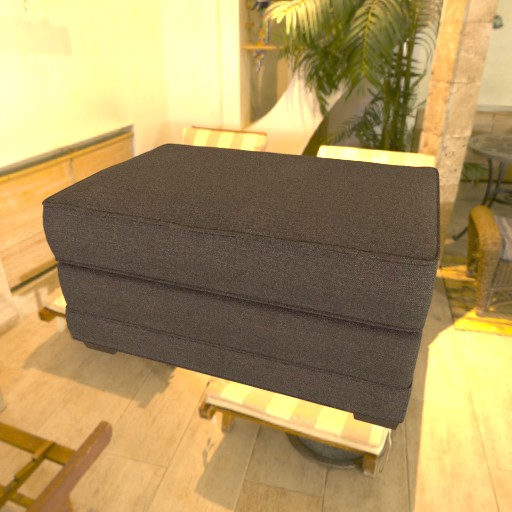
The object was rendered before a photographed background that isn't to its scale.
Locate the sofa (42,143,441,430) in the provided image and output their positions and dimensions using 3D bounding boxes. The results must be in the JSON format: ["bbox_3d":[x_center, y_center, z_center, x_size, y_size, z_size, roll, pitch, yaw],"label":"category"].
[{"bbox_3d":[0.000,0.000,1.180,0.854,0.457,0.578,10,30,17],"label":"sofa"}]
